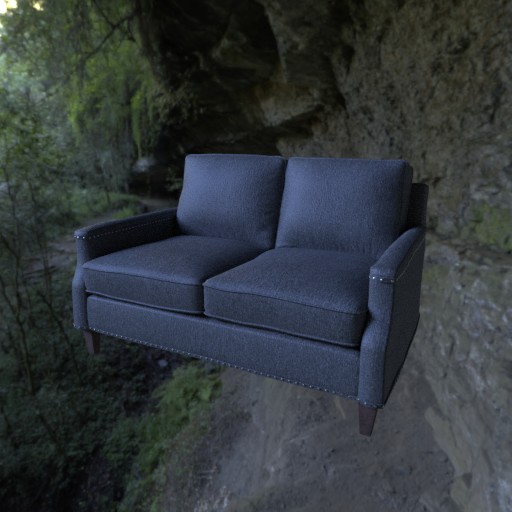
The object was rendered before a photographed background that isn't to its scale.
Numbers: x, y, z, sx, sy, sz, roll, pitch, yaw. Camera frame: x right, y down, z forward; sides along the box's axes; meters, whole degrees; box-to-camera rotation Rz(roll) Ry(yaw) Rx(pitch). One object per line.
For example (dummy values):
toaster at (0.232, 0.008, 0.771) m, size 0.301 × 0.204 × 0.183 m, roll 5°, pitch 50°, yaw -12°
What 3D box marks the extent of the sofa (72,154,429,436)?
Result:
sofa at (0.000, 0.000, 2.300) m, size 1.597 × 1.003 × 1.084 m, roll 8°, pitch 16°, yaw 27°
